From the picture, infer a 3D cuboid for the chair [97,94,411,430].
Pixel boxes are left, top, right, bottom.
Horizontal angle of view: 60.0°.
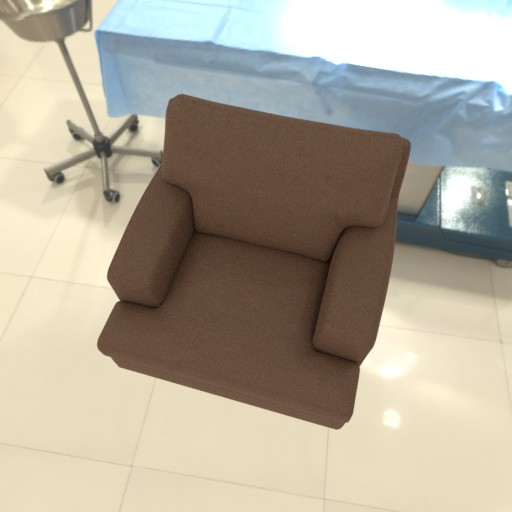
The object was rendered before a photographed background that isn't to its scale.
[{"bbox_3d":[0.000,0.000,1.996,1.168,0.940,1.143,13,58,8],"label":"chair"}]
